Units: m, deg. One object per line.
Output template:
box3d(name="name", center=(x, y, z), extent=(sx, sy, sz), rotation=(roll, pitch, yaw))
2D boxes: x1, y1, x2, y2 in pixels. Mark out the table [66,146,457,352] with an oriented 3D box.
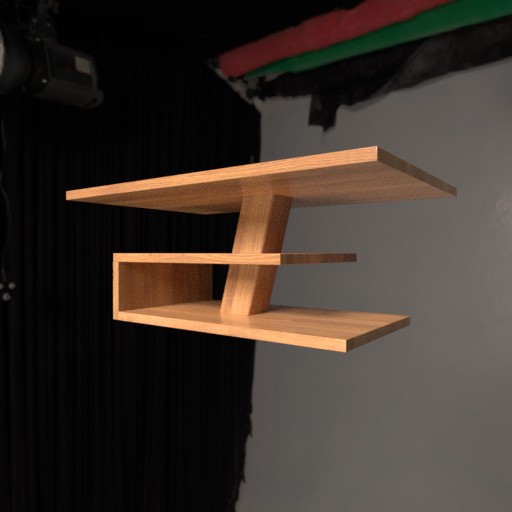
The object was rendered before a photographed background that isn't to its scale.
box3d(name="table", center=(0.000, 0.000, 1.479), extent=(1.100, 0.442, 0.700), rotation=(0, 0, 36))
